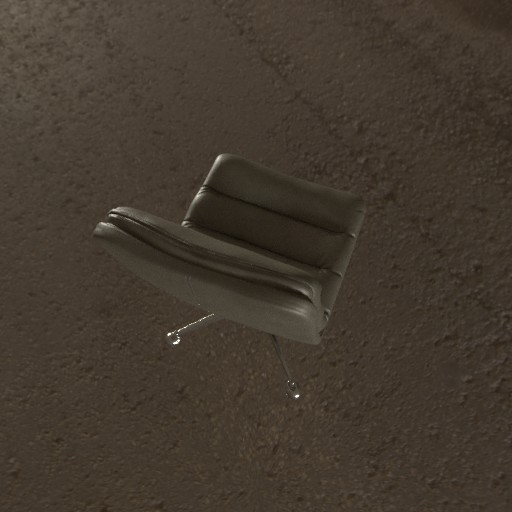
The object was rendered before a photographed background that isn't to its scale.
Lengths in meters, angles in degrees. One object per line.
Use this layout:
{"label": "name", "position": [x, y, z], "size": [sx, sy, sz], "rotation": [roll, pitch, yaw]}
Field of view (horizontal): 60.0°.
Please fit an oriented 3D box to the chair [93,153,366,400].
{"label": "chair", "position": [0.000, 0.000, 1.020], "size": [0.422, 0.738, 0.485], "rotation": [20, 64, 10]}
